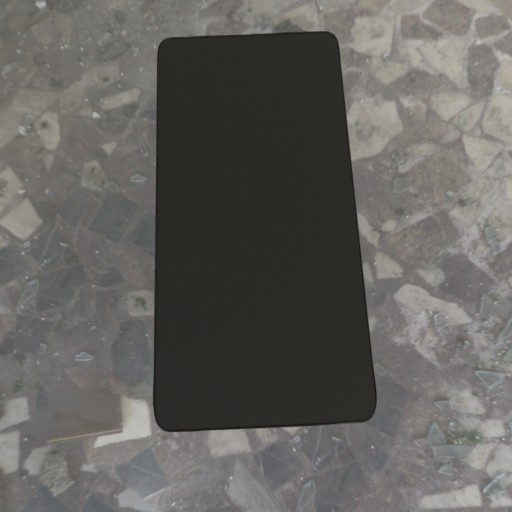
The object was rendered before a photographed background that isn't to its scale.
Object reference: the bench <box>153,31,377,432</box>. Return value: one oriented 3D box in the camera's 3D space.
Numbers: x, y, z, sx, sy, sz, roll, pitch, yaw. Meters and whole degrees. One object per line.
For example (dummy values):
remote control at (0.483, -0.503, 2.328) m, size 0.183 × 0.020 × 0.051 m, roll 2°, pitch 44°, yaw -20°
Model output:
bench at (0.000, 0.000, 0.913) m, size 0.300 × 0.561 × 0.600 m, roll -3°, pitch 76°, yaw -1°
